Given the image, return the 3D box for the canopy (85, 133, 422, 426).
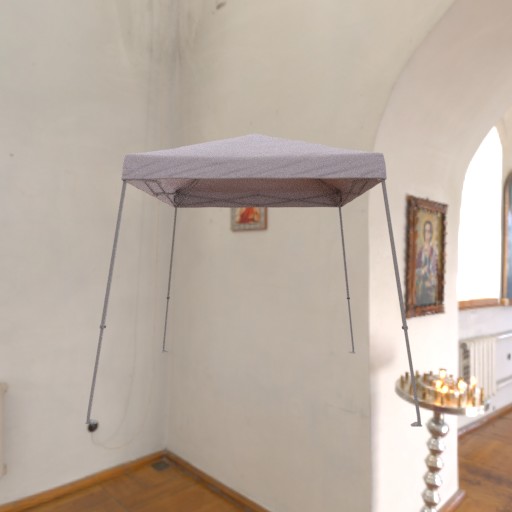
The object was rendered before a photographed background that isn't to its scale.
[{"bbox_3d":[0.000,0.000,5.163,2.850,2.850,2.849,0,0,1],"label":"canopy"}]
